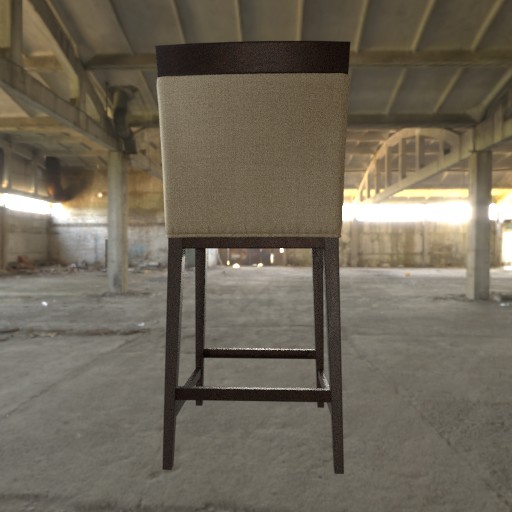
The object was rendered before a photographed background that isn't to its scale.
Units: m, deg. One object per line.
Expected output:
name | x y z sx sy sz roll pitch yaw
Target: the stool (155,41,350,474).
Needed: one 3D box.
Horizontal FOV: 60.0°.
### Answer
stool | 0.000 0.000 1.389 0.511 1.117 0.531 0 1 3
